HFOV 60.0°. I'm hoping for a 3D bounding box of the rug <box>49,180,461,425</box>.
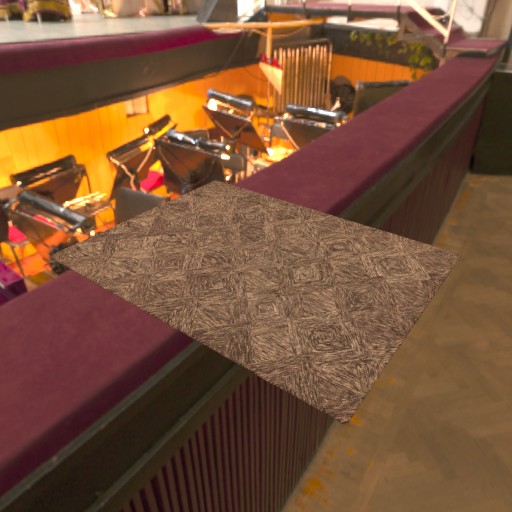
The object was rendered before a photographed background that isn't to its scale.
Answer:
[{"bbox_3d":[0.000,0.000,4.306,3.204,0.017,2.448,22,38,31],"label":"rug"}]
